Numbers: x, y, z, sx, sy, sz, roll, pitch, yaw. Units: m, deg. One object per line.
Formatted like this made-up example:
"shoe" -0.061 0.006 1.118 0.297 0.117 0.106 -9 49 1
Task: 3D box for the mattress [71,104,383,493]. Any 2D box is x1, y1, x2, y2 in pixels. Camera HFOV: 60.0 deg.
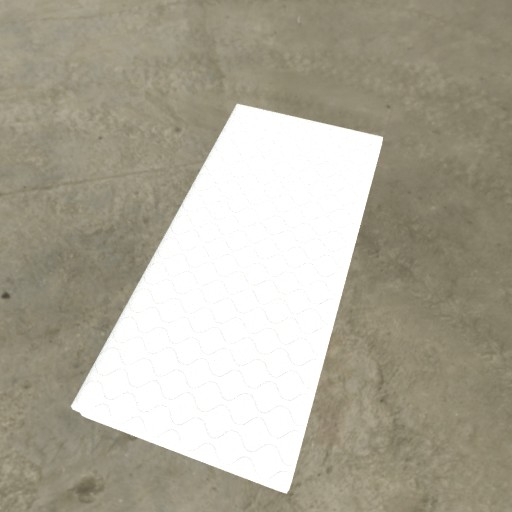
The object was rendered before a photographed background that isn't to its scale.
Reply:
"mattress" 0.000 0.000 2.208 0.900 0.200 1.900 16 59 10
